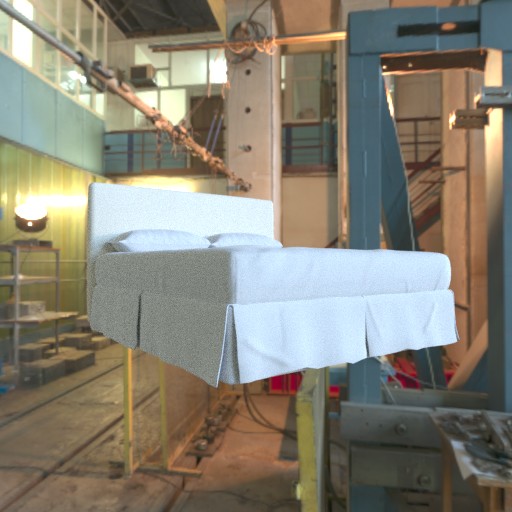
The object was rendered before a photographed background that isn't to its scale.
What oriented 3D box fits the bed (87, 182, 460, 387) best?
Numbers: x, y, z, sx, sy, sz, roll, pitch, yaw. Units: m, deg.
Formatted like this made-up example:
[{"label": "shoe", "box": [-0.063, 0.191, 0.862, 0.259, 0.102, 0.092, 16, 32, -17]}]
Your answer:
[{"label": "bed", "box": [0.000, 0.000, 3.587, 2.119, 1.317, 2.341, 1, -1, -36]}]
